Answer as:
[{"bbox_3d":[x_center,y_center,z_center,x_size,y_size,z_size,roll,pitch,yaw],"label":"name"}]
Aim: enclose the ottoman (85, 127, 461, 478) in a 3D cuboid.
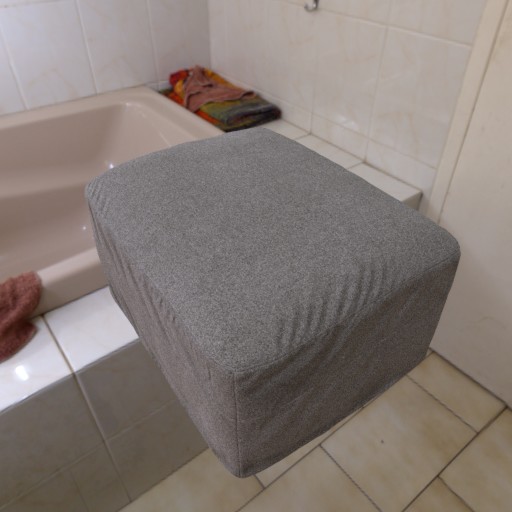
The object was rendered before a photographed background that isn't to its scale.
[{"bbox_3d":[0.000,0.000,1.226,0.683,0.481,0.837,-24,45,-26],"label":"ottoman"}]
